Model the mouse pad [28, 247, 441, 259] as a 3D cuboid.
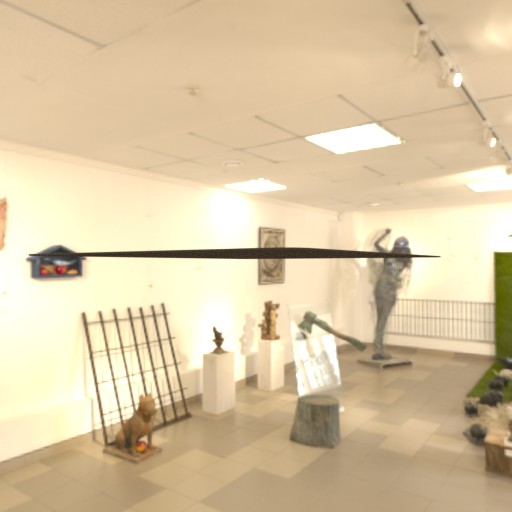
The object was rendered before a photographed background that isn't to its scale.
[{"bbox_3d":[0.000,0.000,0.615,0.393,0.002,0.451,-1,-1,36],"label":"mouse pad"}]
